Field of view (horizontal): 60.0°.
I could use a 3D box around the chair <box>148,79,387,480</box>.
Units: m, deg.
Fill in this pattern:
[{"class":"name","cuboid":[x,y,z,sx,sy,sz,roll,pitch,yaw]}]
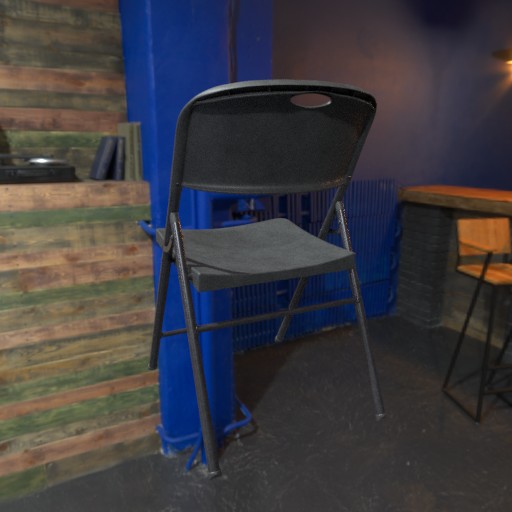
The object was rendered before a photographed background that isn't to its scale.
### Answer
[{"class":"chair","cuboid":[0.000,0.000,1.179,0.494,0.810,0.566,-7,16,-26]}]
